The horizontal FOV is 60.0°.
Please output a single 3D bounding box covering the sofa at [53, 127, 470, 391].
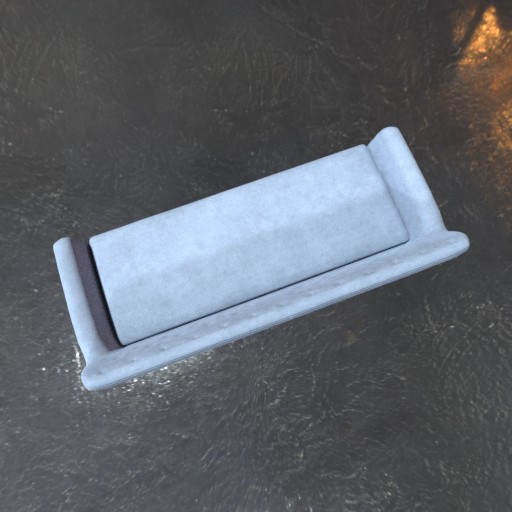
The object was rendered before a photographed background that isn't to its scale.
[{"bbox_3d":[0.000,0.000,2.431,1.970,0.830,0.830,-20,76,-5],"label":"sofa"}]
